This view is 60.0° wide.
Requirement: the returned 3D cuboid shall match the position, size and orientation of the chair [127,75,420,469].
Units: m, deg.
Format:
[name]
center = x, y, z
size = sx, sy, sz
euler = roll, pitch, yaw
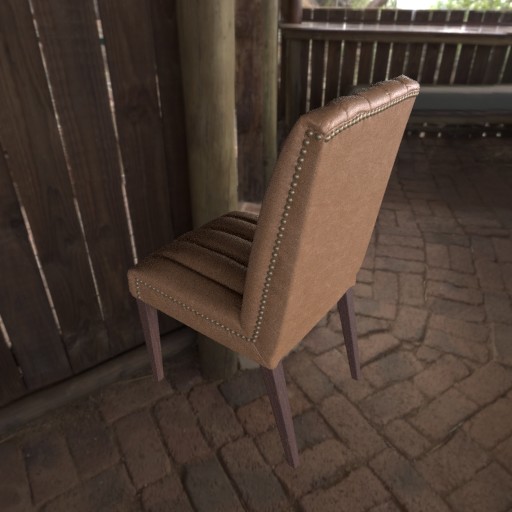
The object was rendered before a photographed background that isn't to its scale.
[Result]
[chair]
center = 0.000, 0.000, 1.326
size = 0.647, 1.016, 0.511
euler = 21, 37, 31
